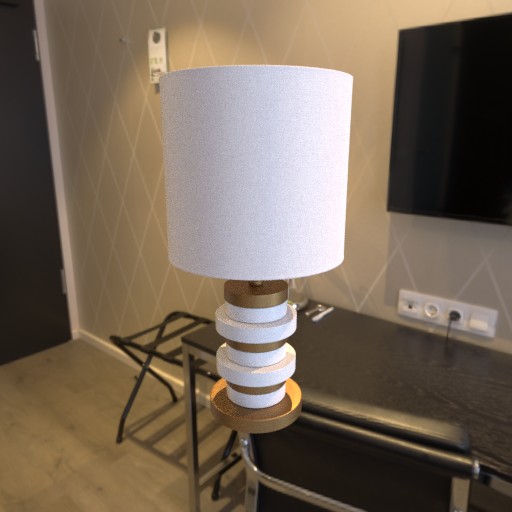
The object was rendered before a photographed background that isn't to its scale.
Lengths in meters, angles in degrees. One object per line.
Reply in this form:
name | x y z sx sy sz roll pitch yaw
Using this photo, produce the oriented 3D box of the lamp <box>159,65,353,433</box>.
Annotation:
lamp | 0.000 0.000 0.540 0.210 0.410 0.210 3 15 10
